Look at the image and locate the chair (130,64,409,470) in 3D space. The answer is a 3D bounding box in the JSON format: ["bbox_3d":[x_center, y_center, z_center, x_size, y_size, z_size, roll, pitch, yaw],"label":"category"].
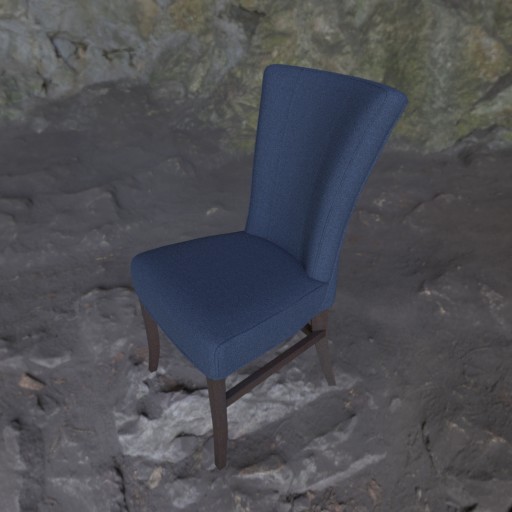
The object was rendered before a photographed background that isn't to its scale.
[{"bbox_3d":[0.000,0.000,1.343,0.660,0.991,0.520,-21,37,-30],"label":"chair"}]
